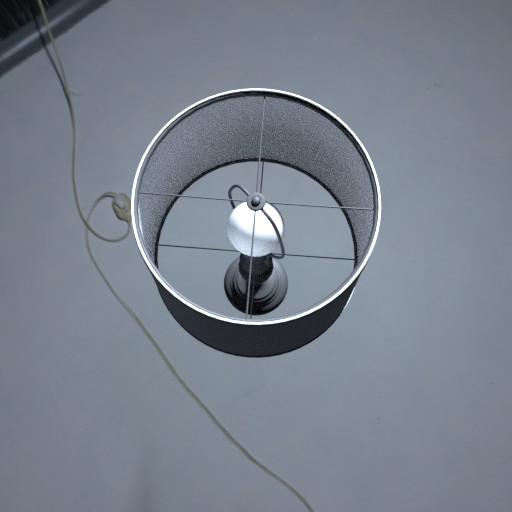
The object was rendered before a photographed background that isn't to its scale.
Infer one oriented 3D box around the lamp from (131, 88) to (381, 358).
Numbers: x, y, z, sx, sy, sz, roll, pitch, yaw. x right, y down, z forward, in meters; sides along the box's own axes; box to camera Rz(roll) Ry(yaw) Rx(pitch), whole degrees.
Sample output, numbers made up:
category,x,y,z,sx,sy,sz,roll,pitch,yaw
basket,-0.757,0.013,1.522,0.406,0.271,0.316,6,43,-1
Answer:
category,x,y,z,sx,sy,sz,roll,pitch,yaw
lamp,0.000,0.000,0.691,0.310,0.501,0.310,0,77,0
